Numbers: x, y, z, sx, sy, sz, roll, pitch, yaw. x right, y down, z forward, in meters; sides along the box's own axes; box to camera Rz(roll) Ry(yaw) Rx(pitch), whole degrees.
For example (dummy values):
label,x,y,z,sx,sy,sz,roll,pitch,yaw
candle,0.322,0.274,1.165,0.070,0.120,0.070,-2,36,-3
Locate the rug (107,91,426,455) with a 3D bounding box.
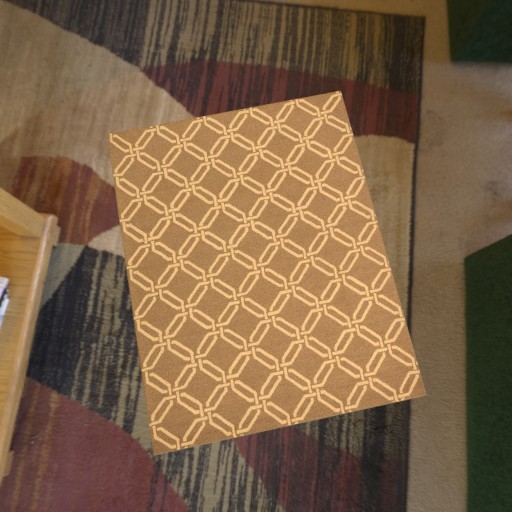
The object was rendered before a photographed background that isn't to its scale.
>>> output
label,x,y,z,sx,sy,sz,roll,pitch,yaw
rug,0.000,0.000,3.940,2.288,0.018,2.895,-11,77,-3
